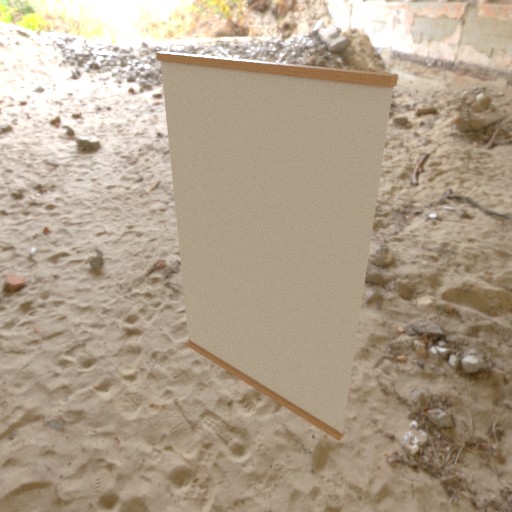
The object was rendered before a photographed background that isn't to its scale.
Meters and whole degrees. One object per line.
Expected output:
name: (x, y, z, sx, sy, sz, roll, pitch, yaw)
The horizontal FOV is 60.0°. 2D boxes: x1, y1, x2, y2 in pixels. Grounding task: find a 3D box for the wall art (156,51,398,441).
wall art: (0.000, 0.000, 1.868, 0.991, 1.510, 0.040, 22, 37, 33)
